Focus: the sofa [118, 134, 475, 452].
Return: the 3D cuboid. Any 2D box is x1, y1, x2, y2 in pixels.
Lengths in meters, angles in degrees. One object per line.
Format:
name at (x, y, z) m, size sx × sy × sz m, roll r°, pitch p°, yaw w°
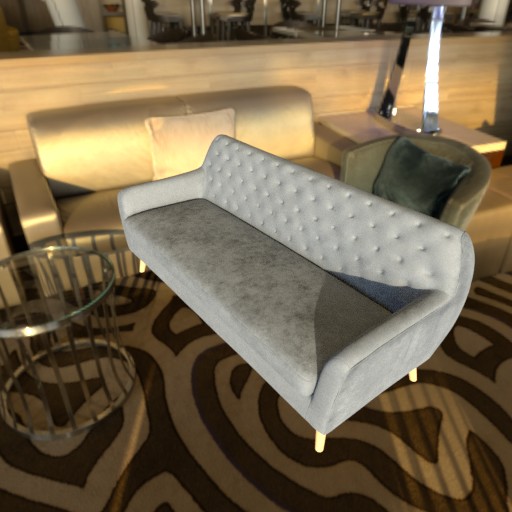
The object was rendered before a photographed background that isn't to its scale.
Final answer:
sofa at (0.000, 0.000, 2.421) m, size 0.841 × 0.832 × 1.975 m, roll -21°, pitch 37°, yaw -31°
